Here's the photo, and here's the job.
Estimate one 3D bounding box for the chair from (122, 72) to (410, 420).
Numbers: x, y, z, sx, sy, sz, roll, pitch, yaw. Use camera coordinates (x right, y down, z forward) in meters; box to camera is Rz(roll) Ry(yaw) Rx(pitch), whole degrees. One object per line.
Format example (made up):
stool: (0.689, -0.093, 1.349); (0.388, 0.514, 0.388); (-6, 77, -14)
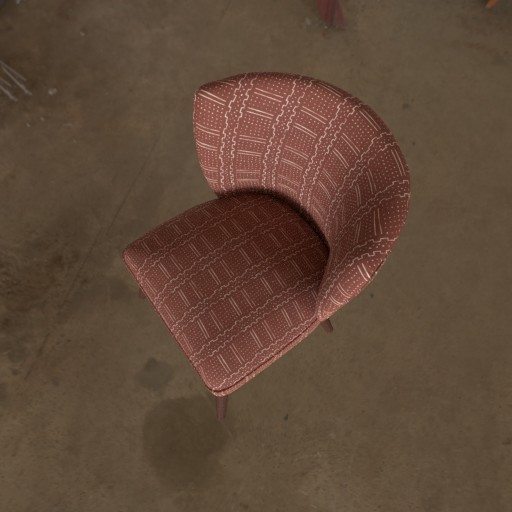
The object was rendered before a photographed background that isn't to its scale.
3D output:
chair: (0.000, 0.000, 1.435); (0.758, 0.866, 0.706); (-33, 68, -15)
